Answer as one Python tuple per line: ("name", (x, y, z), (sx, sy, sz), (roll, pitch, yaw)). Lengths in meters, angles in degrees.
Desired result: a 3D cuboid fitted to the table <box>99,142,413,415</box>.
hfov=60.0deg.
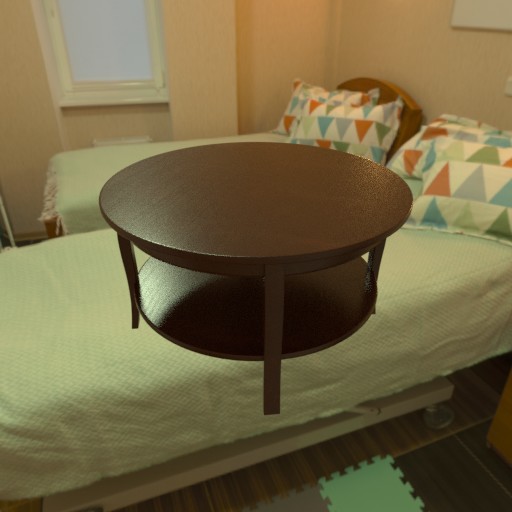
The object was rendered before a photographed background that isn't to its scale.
("table", (0.000, 0.000, 1.467), (0.911, 0.512, 0.911), (0, 30, 0))
